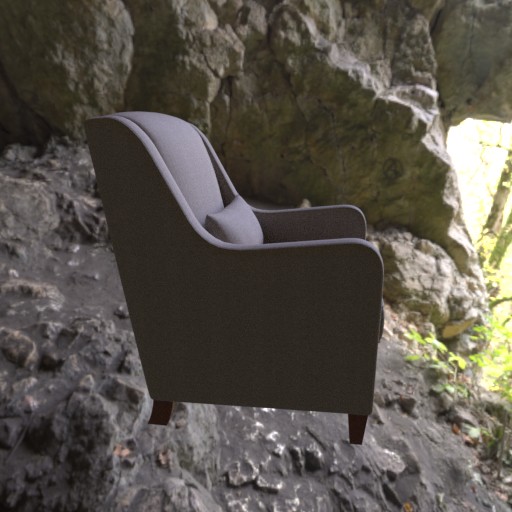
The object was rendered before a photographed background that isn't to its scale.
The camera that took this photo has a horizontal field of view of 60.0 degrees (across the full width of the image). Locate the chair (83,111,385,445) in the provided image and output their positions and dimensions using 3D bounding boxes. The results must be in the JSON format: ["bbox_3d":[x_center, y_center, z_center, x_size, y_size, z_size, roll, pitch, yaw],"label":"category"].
[{"bbox_3d":[0.000,0.000,1.638,0.890,1.017,0.715,2,16,9],"label":"chair"}]
